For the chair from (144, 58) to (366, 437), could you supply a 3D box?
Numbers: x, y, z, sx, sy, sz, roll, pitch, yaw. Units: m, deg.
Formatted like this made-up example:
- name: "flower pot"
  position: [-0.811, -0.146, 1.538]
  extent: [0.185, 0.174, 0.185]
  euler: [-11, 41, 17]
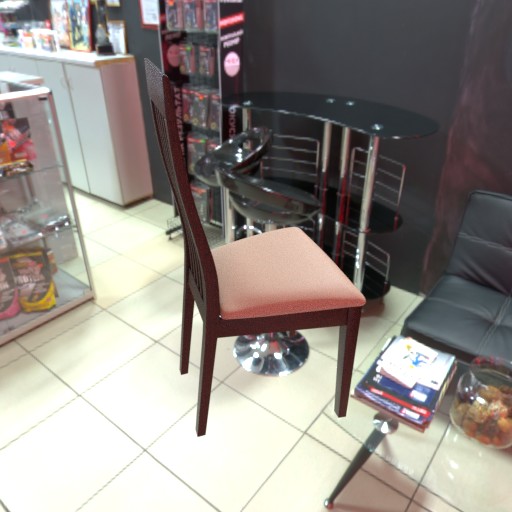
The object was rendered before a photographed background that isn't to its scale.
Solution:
- name: "chair"
  position: [0.000, 0.000, 1.268]
  extent: [0.474, 1.027, 0.460]
  euler: [-10, 32, -16]
